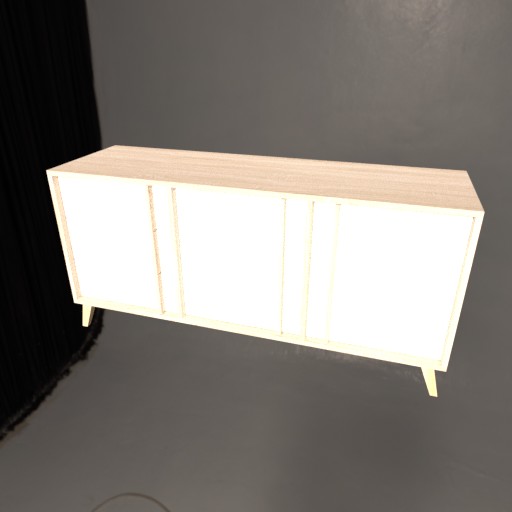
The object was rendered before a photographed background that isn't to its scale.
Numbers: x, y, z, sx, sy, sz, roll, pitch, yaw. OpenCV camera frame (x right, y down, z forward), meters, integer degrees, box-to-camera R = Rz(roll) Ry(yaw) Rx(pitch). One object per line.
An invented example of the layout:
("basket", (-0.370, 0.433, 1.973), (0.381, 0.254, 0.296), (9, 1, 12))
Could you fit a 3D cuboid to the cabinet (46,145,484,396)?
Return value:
("cabinet", (0.000, 0.000, 1.990), (1.649, 0.780, 0.500), (8, 27, 15))
